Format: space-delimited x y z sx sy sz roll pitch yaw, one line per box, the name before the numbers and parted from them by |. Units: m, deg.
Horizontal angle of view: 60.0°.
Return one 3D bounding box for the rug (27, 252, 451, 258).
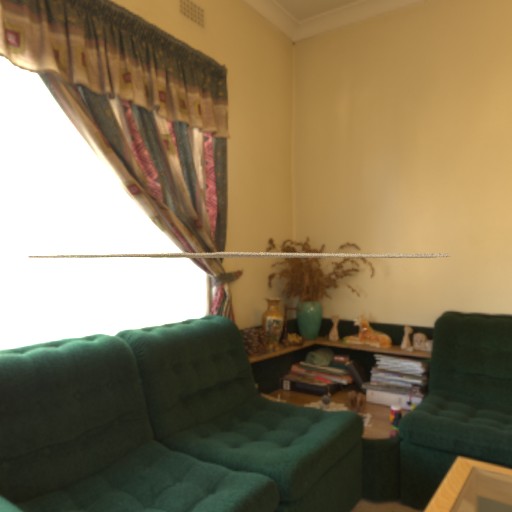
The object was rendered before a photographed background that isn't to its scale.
rug | 0.000 0.000 2.967 2.264 0.030 1.624 0 0 19
